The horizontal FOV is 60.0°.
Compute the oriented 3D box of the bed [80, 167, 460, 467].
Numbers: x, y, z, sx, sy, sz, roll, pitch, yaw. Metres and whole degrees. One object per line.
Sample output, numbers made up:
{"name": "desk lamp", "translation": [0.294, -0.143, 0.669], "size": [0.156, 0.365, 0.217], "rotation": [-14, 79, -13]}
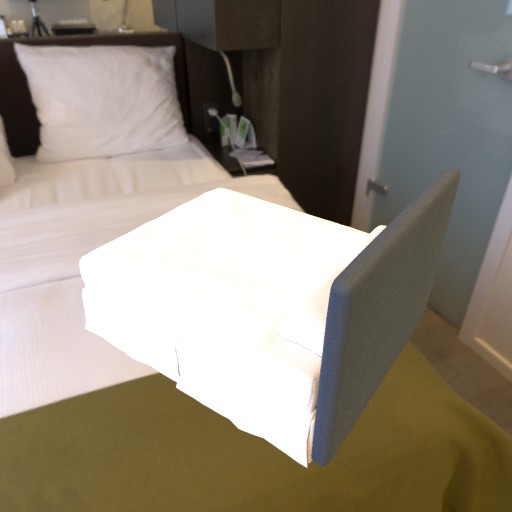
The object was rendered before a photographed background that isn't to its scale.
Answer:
{"name": "bed", "translation": [0.000, 0.000, 3.214], "size": [2.162, 1.330, 1.713], "rotation": [21, 38, 30]}
